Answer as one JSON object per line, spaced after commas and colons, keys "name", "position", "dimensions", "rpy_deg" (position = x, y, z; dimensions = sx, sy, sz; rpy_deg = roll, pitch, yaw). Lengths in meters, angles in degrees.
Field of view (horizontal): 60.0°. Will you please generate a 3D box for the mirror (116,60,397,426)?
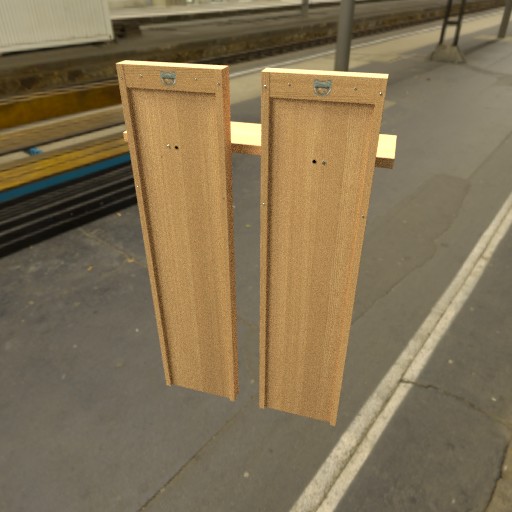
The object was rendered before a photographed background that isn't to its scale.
{"name": "mirror", "position": [0.000, 0.000, 1.540], "dimensions": [0.800, 1.250, 0.260], "rpy_deg": [9, 34, 14]}
